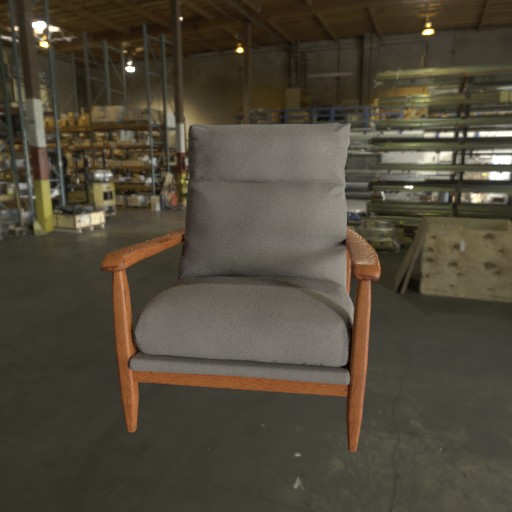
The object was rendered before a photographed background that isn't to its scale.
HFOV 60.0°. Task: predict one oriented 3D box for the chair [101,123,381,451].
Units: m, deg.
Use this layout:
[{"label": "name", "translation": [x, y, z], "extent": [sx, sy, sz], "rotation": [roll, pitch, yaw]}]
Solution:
[{"label": "chair", "translation": [0.000, 0.000, 1.526], "extent": [0.782, 0.922, 0.816], "rotation": [2, 12, 8]}]
